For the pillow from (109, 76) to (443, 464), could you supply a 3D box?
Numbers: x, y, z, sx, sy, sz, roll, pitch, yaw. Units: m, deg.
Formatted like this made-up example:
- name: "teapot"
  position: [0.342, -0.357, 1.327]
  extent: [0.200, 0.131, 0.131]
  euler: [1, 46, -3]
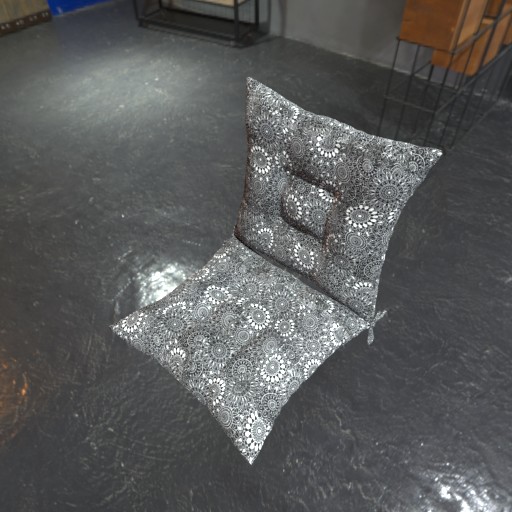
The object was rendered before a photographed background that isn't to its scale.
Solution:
- name: "pillow"
  position: [0.000, 0.000, 1.016]
  extent: [0.541, 0.536, 0.585]
  euler: [33, 54, 28]
